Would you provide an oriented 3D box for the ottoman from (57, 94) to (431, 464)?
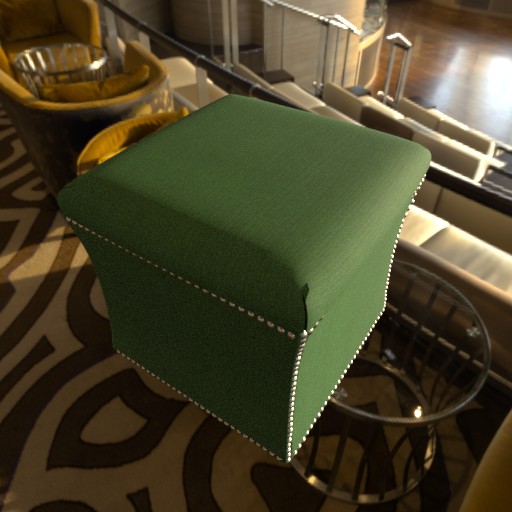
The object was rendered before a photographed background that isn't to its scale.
[{"bbox_3d":[0.000,0.000,0.910,0.497,0.475,0.507,24,47,25],"label":"ottoman"}]
